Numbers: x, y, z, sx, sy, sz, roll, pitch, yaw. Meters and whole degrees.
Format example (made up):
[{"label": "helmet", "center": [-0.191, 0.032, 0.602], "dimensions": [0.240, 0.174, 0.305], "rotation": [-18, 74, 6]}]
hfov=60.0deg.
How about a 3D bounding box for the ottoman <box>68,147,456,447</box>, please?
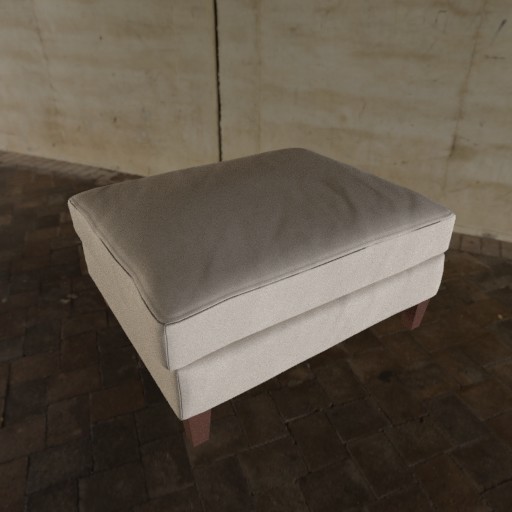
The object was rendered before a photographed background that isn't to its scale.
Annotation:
[{"label": "ottoman", "center": [0.000, 0.000, 1.520], "dimensions": [1.002, 0.492, 0.836], "rotation": [-19, 36, -28]}]
